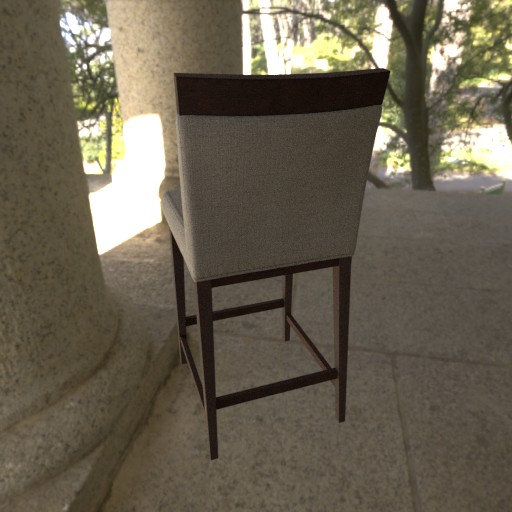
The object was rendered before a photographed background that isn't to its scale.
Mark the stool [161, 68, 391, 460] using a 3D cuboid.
[{"bbox_3d":[0.000,0.000,1.410,0.511,1.117,0.531,-9,28,-17],"label":"stool"}]
